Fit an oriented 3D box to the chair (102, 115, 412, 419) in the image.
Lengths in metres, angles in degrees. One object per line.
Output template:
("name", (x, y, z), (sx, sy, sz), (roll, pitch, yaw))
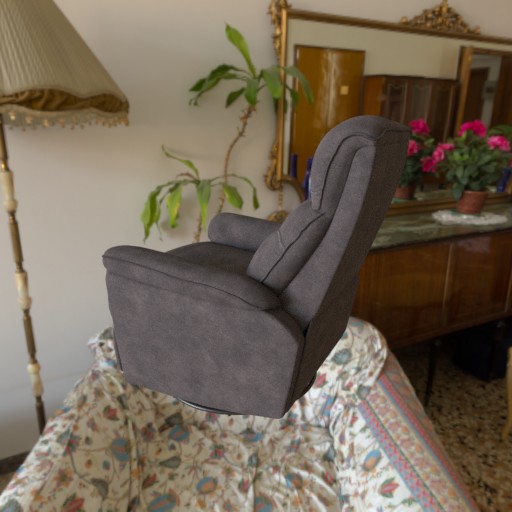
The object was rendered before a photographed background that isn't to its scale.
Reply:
("chair", (0.000, 0.000, 1.729), (1.009, 1.035, 0.830), (8, 18, 26))
